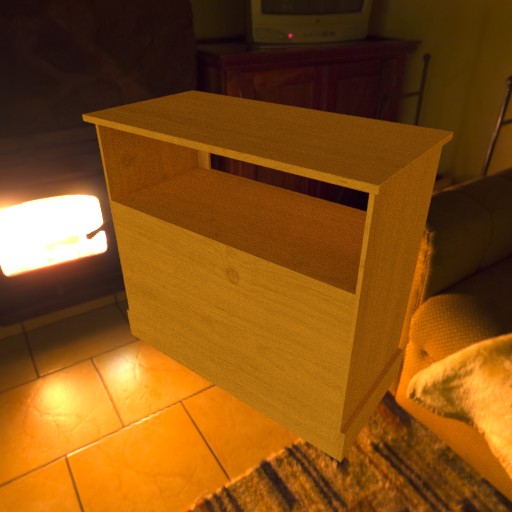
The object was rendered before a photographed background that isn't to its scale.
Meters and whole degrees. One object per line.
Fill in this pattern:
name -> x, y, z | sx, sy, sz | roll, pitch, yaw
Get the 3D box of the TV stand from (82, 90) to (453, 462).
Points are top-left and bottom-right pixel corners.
TV stand -> 0.000, 0.000, 1.323 | 0.851, 0.787, 0.430 | 21, 37, 31
